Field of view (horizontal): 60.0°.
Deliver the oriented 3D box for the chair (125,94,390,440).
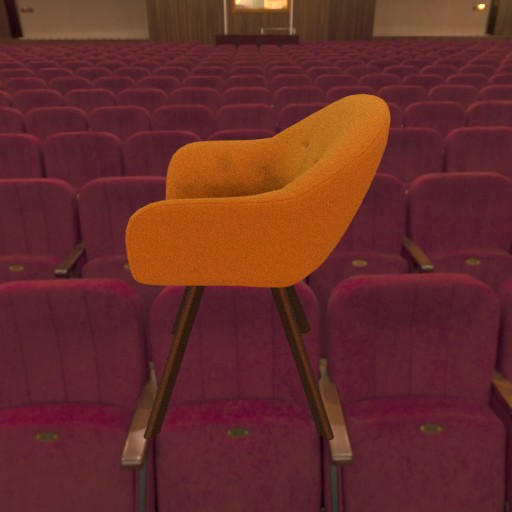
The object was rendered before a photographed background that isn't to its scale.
[{"bbox_3d":[0.000,0.000,1.132,0.565,0.775,0.545,0,25,-1],"label":"chair"}]
